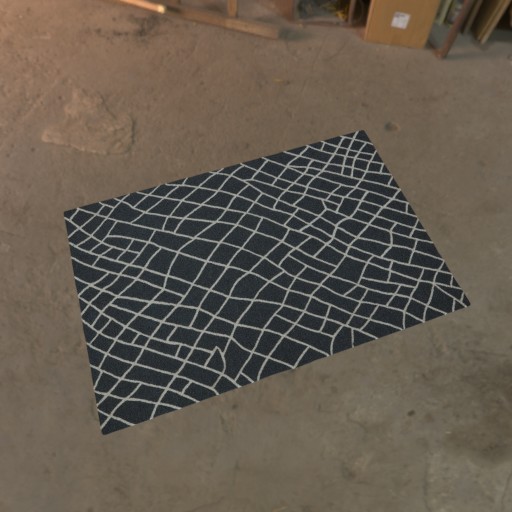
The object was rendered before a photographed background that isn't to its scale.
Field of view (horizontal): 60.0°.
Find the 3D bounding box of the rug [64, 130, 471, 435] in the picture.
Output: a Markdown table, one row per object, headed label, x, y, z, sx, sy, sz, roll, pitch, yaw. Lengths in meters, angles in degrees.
| label | x | y | z | sx | sy | sz | roll | pitch | yaw |
| --- | --- | --- | --- | --- | --- | --- | --- | --- | --- |
| rug | 0.000 | 0.000 | 2.316 | 1.830 | 0.013 | 1.223 | -17 | 64 | -9 |
